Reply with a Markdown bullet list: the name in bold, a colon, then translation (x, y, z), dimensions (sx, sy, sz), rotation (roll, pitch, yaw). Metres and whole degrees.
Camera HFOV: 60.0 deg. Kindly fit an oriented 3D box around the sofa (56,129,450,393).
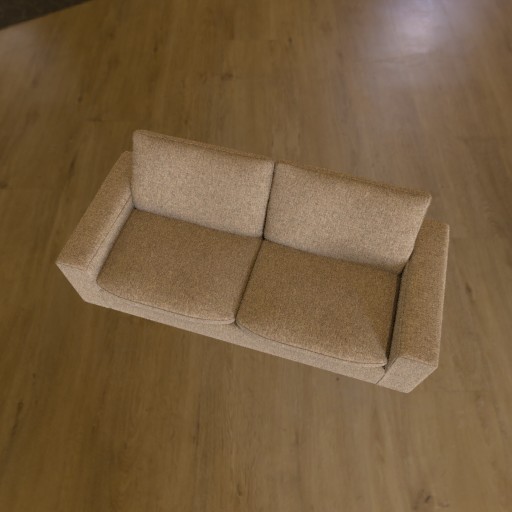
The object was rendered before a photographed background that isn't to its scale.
- **sofa**: translation (0.000, 0.000, 2.843), dimensions (2.299, 0.922, 1.040), rotation (14, 60, 9)
